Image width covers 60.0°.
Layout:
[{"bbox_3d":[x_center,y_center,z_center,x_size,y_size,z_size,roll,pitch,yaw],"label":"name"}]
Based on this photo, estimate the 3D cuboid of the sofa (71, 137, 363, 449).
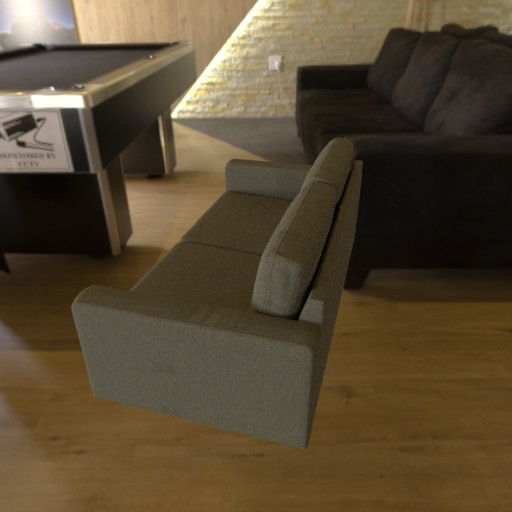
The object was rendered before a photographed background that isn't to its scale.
[{"bbox_3d":[0.000,0.000,2.275,0.889,0.897,1.730,8,31,14],"label":"sofa"}]
